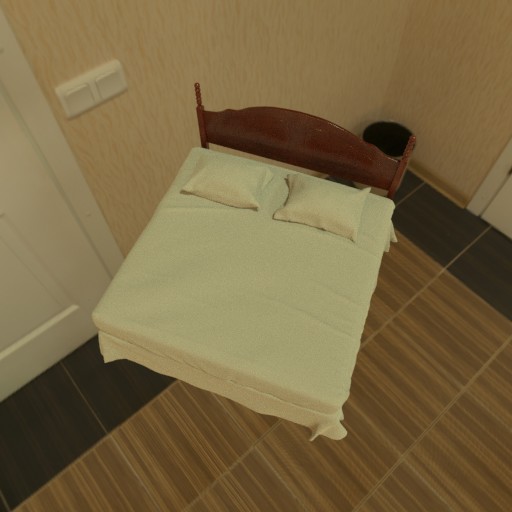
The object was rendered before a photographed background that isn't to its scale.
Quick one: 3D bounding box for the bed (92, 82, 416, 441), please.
[{"bbox_3d":[0.000,0.000,3.687,2.322,1.355,2.219,17,60,10],"label":"bed"}]
